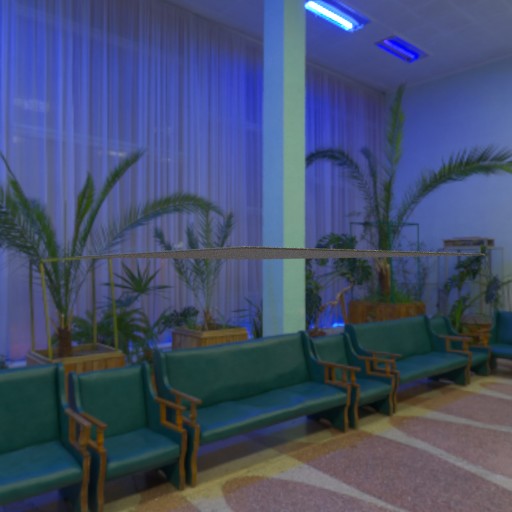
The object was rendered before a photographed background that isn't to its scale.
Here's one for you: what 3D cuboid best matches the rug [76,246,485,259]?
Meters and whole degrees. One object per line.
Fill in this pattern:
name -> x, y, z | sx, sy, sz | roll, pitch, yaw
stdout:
rug -> 0.000, 0.000, 4.134 | 2.434, 0.013, 3.057 | 1, -2, -37
